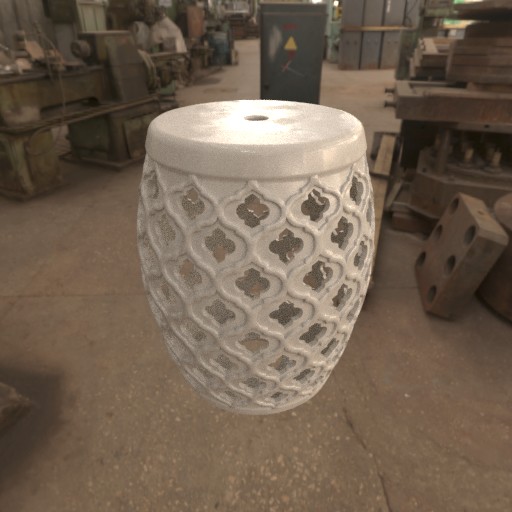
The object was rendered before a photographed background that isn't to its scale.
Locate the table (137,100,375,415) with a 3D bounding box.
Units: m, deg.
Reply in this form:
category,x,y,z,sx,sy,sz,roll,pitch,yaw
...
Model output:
category,x,y,z,sx,sy,sz,roll,pitch,yaw
table,0.000,0.000,0.639,0.325,0.388,0.325,0,29,0
